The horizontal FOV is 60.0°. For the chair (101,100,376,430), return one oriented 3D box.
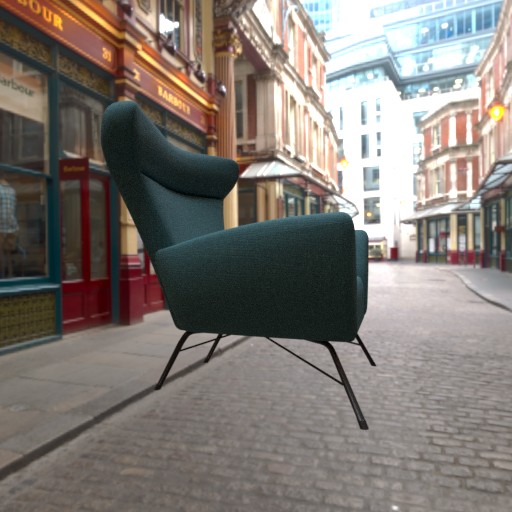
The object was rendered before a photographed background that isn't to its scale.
[{"bbox_3d":[0.000,0.000,1.752,0.900,0.980,1.050,0,0,17],"label":"chair"}]
